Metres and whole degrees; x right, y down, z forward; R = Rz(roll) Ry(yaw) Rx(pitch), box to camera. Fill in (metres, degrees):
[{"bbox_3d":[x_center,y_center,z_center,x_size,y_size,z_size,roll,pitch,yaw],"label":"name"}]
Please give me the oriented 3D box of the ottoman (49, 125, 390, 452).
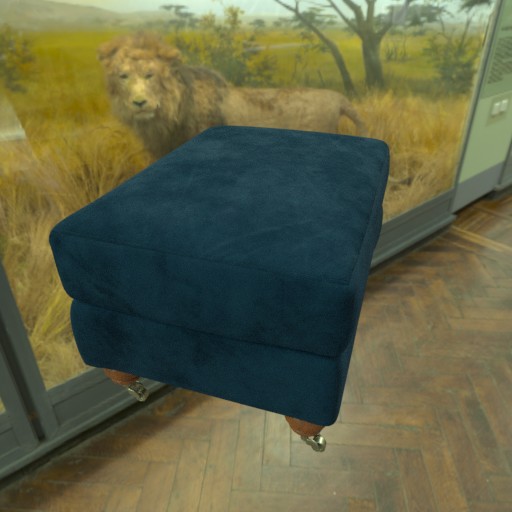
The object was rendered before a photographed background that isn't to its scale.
[{"bbox_3d":[0.000,0.000,1.120,0.572,0.503,0.773,10,32,16],"label":"ottoman"}]
